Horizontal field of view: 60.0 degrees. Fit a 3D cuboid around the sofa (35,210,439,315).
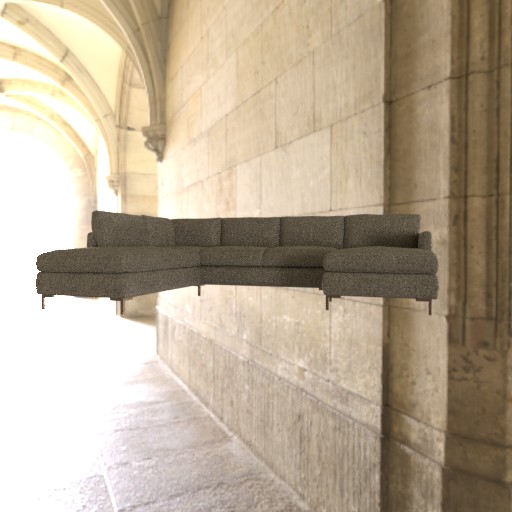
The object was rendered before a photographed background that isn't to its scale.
[{"bbox_3d":[0.000,0.000,3.608,2.737,0.756,1.879,0,1,19],"label":"sofa"}]
